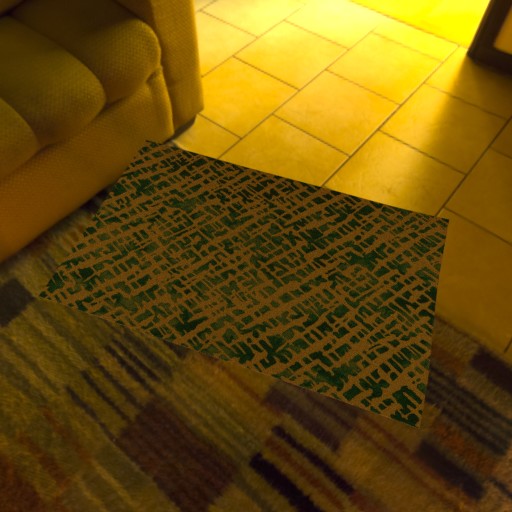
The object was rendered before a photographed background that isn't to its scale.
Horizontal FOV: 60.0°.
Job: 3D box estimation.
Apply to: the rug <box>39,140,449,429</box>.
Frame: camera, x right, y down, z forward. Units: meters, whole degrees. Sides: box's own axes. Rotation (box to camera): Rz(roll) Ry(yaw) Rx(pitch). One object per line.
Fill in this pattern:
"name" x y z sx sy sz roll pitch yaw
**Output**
"rug" 0.000 0.000 3.031 2.447 0.011 1.520 17 59 10
